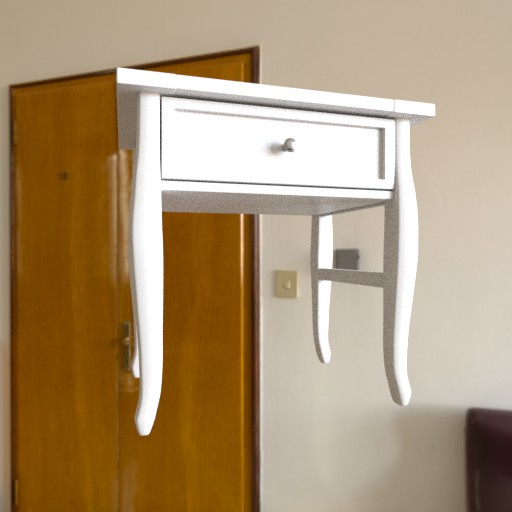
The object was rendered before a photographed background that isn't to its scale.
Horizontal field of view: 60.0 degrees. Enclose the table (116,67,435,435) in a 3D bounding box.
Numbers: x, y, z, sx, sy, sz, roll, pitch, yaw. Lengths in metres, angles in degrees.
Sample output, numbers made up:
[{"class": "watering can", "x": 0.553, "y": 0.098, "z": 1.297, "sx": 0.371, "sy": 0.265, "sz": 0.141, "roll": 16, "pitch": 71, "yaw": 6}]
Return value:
[{"class": "table", "x": 0.000, "y": 0.000, "z": 1.010, "sx": 0.599, "sy": 0.605, "sz": 0.463, "roll": 0, "pitch": 0, "yaw": -17}]
